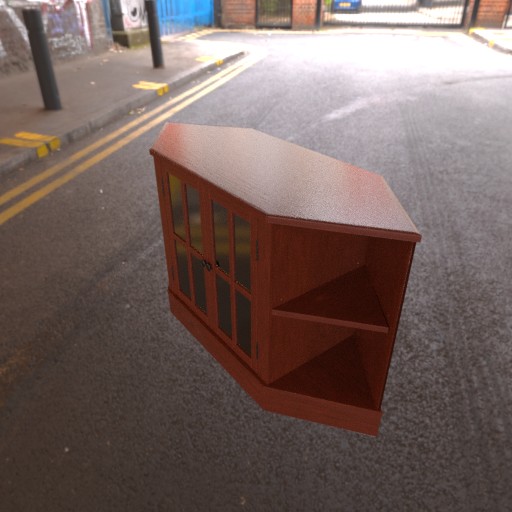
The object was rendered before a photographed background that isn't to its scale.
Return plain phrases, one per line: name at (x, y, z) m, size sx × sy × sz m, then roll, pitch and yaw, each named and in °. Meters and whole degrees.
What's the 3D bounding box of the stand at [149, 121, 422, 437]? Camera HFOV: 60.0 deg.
stand at (0.000, 0.000, 1.386) m, size 0.381 × 0.614 × 1.072 m, roll -21°, pitch 37°, yaw -31°
